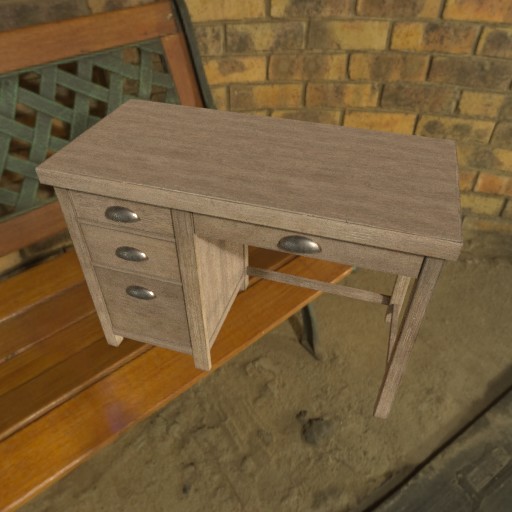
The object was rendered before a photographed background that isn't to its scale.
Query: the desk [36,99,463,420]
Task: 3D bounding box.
[{"bbox_3d":[0.000,0.000,1.782,1.289,0.912,0.610,12,42,13],"label":"desk"}]
